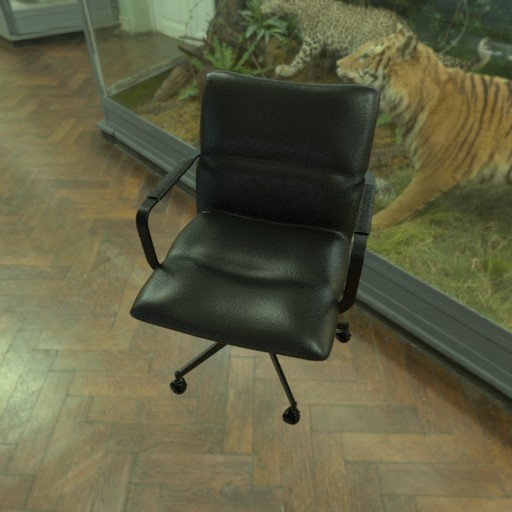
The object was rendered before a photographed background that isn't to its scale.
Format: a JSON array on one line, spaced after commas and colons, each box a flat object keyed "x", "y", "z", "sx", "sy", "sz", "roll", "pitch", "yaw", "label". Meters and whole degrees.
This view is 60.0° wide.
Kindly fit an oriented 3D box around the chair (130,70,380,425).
[{"x": 0.000, "y": 0.000, "z": 1.456, "sx": 0.719, "sy": 0.922, "sz": 0.748, "roll": 11, "pitch": 43, "yaw": 12, "label": "chair"}]
